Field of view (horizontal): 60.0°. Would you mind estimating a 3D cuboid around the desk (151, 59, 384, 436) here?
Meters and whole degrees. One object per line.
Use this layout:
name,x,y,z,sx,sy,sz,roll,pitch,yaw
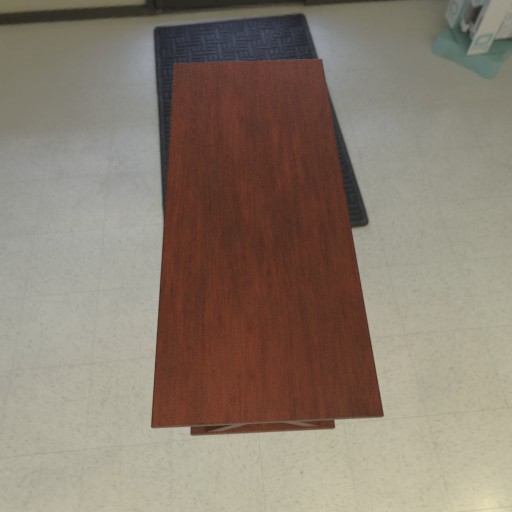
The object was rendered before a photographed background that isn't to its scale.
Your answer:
desk,0.000,0.000,1.791,0.600,0.761,1.372,-2,62,-1
